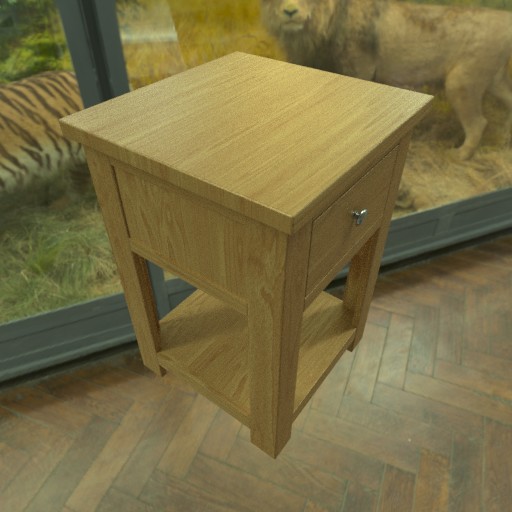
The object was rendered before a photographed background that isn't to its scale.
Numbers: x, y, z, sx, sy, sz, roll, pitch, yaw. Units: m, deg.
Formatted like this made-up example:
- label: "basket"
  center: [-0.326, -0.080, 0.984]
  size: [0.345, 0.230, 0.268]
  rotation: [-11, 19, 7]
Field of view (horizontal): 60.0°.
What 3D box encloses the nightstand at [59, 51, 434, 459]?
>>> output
- label: "nightstand"
  center: [0.000, 0.000, 0.893]
  size: [0.418, 0.614, 0.428]
  rotation: [26, 47, 27]
